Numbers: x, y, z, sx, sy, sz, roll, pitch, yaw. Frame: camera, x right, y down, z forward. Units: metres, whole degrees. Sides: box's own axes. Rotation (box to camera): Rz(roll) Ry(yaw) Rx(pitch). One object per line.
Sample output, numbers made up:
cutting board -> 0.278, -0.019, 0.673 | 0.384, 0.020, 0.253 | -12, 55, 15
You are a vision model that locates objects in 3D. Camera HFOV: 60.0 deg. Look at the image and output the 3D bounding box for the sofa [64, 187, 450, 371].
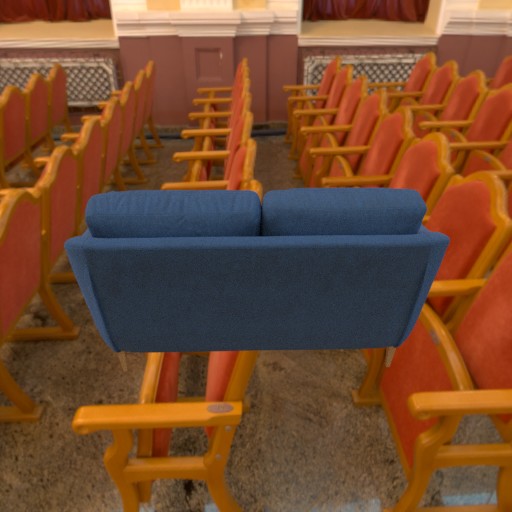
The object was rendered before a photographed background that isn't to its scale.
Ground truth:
sofa -> 0.000, 0.000, 2.164 | 1.619, 0.902, 0.960 | -1, 32, -1
